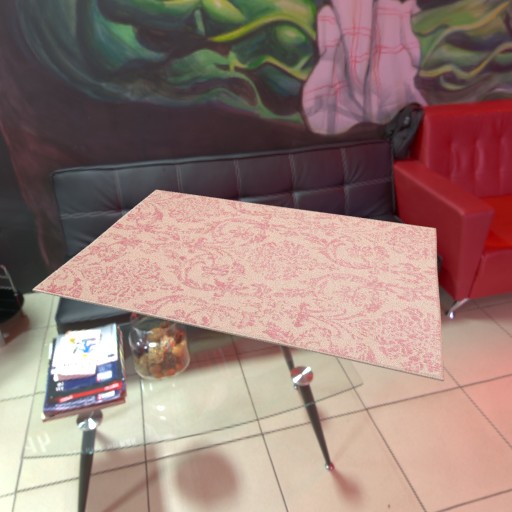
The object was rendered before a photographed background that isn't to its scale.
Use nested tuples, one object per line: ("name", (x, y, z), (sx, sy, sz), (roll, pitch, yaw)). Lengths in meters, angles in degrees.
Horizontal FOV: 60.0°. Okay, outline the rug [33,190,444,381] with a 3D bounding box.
("rug", (0.000, 0.000, 2.356), (1.839, 0.012, 1.219), (10, 34, 15))
